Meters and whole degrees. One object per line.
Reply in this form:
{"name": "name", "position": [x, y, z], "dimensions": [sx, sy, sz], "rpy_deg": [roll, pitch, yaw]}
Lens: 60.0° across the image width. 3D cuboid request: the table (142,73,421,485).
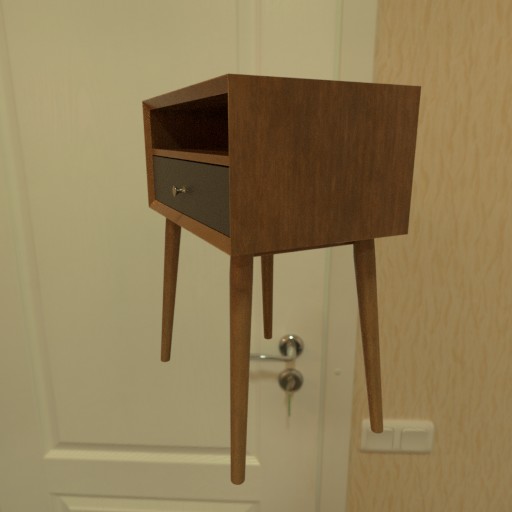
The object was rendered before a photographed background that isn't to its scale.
{"name": "table", "position": [0.000, 0.000, 0.845], "dimensions": [0.307, 0.580, 0.454], "rpy_deg": [-7, 17, -25]}
